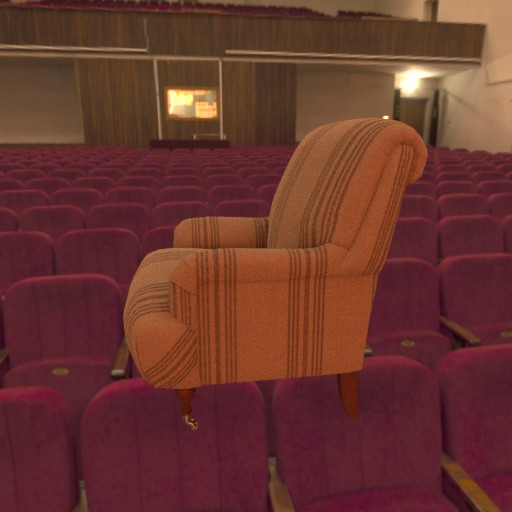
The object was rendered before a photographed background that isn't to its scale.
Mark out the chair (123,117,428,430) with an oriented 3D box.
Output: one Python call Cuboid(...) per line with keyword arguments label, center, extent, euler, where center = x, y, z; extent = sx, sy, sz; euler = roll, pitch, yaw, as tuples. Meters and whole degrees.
Cuboid(label="chair", center=(0.000, 0.000, 1.600), extent=(0.914, 0.940, 0.813), euler=(-2, 14, -9))
